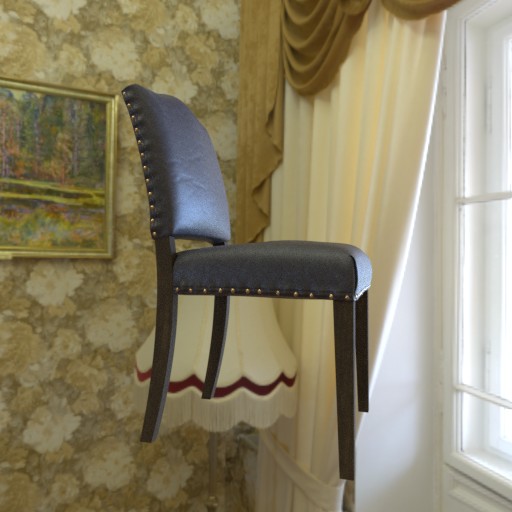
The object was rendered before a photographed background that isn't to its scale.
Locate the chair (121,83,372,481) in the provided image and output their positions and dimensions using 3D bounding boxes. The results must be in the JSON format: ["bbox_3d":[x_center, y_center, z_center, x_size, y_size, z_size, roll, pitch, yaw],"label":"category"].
[{"bbox_3d":[0.000,0.000,1.299,0.633,0.991,0.500,0,0,18],"label":"chair"}]
